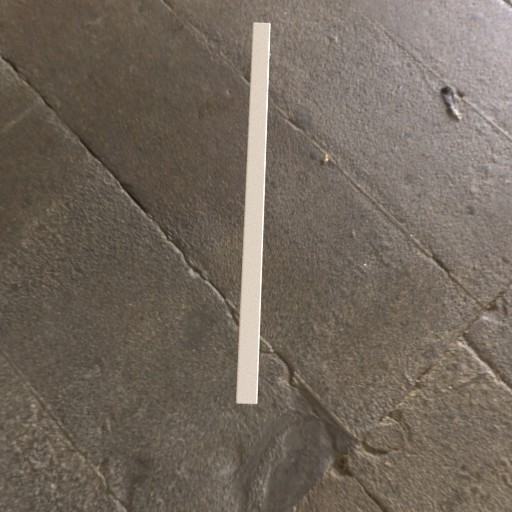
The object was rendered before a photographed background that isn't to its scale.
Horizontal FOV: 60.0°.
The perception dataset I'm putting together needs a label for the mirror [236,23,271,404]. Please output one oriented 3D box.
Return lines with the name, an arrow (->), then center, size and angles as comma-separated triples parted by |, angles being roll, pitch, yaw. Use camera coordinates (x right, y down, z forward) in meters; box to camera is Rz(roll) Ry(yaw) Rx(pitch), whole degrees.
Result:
mirror -> 0.000, 0.000, 1.335 | 0.040, 1.016, 0.762 | 2, 76, 0
